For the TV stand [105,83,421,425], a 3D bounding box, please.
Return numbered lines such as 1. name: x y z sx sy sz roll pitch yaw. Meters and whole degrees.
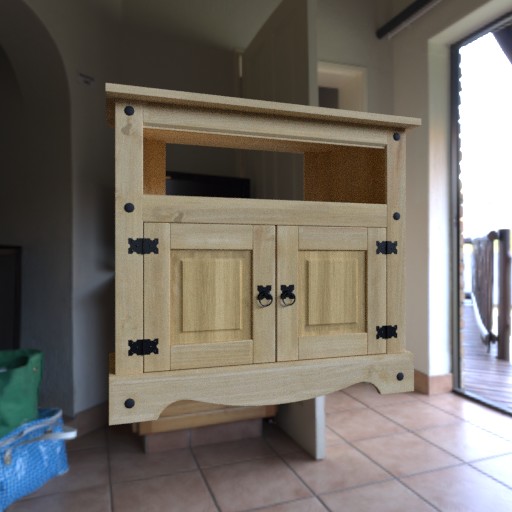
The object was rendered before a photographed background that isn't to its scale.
1. TV stand: 0.000 0.000 1.332 0.851 0.781 0.425 0 0 -18
